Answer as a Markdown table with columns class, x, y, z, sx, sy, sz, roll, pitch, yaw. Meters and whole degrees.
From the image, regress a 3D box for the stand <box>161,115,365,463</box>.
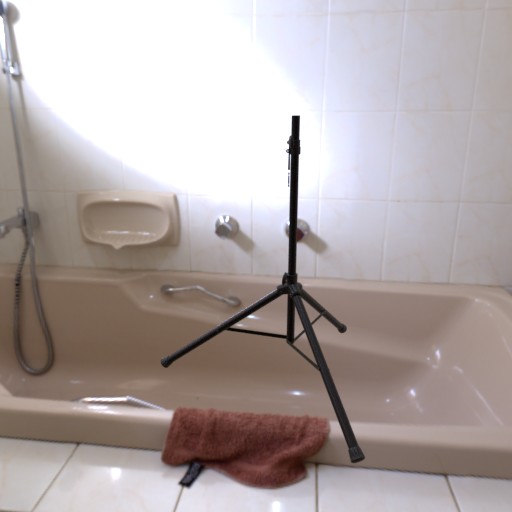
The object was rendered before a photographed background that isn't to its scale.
| class | x | y | z | sx | sy | sz | roll | pitch | yaw |
| --- | --- | --- | --- | --- | --- | --- | --- | --- | --- |
| stand | 0.000 | 0.000 | 1.880 | 0.907 | 1.136 | 1.045 | 3 | 17 | 9 |
